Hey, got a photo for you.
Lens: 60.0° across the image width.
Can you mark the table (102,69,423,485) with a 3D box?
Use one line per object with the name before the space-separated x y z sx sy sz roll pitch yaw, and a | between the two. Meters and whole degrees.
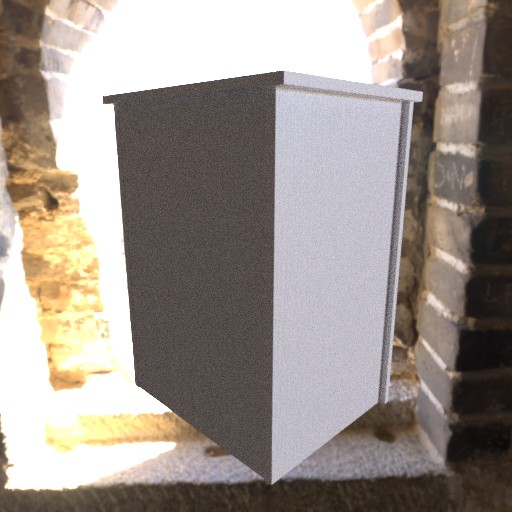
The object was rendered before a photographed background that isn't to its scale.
table | 0.000 0.000 0.920 0.381 0.635 0.480 -14 20 -43
